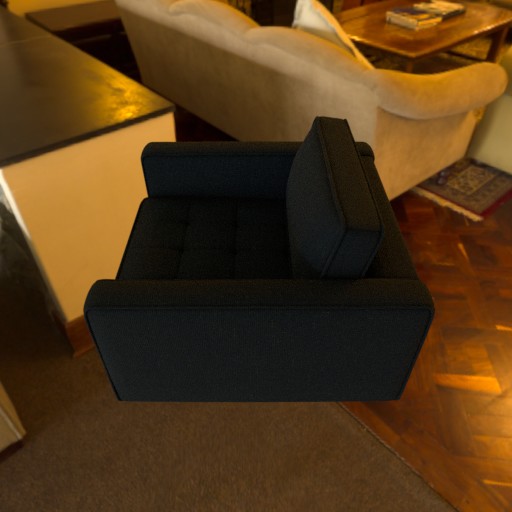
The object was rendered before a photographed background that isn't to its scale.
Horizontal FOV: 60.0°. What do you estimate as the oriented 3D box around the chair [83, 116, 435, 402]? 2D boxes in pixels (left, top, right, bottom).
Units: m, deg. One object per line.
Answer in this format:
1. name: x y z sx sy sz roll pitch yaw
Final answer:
1. chair: 0.000 0.000 1.569 0.920 0.770 0.899 0 42 0
